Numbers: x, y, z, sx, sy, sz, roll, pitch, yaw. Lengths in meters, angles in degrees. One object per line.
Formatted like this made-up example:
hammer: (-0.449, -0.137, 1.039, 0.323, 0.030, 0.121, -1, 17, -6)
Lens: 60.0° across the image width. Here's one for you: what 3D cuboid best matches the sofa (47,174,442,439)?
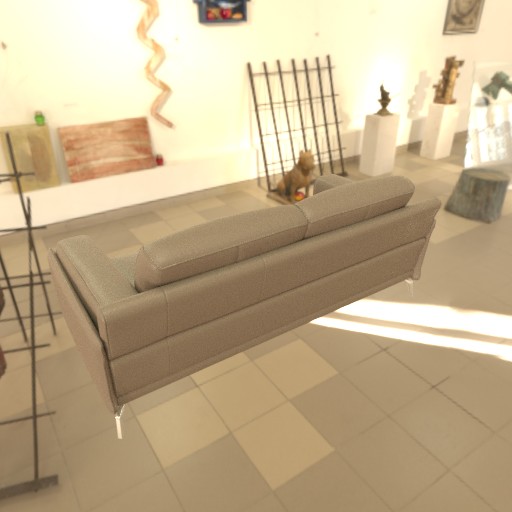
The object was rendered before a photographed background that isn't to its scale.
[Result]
sofa: (0.000, 0.000, 2.581, 2.101, 0.930, 1.049, -18, 34, -29)
